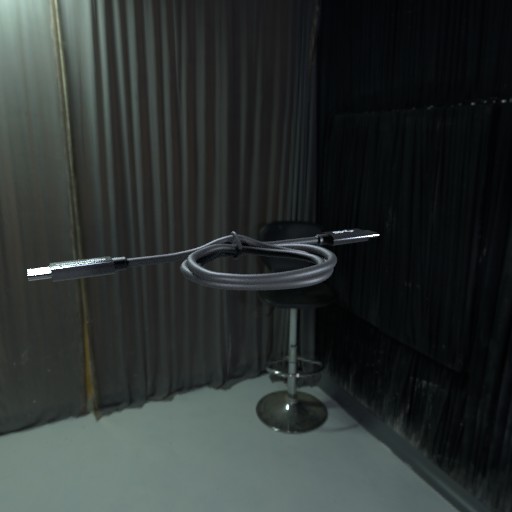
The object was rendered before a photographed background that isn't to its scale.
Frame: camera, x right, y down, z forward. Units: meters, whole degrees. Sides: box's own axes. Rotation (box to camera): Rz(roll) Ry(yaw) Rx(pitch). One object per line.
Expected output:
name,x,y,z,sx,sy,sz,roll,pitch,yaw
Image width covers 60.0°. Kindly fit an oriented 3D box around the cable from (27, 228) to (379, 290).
cable,0.000,0.000,0.202,0.186,0.014,0.070,-8,17,-27
